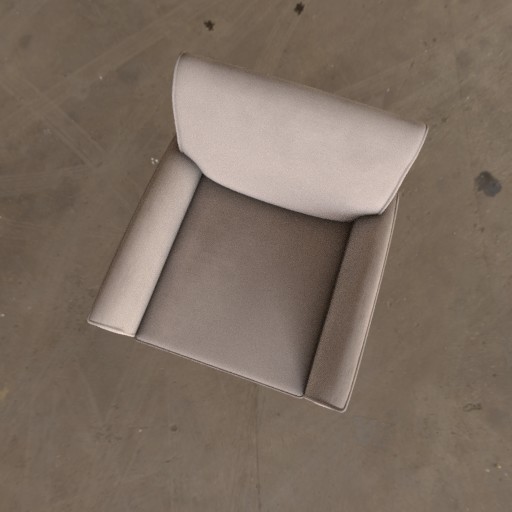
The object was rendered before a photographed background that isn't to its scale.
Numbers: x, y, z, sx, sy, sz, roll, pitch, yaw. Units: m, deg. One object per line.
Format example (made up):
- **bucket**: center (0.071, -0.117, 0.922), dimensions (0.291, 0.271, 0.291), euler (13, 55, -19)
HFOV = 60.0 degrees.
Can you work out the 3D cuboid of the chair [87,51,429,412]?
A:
- **chair**: center (0.000, 0.000, 1.566), dimensions (0.820, 0.915, 0.821), euler (18, 77, 4)
